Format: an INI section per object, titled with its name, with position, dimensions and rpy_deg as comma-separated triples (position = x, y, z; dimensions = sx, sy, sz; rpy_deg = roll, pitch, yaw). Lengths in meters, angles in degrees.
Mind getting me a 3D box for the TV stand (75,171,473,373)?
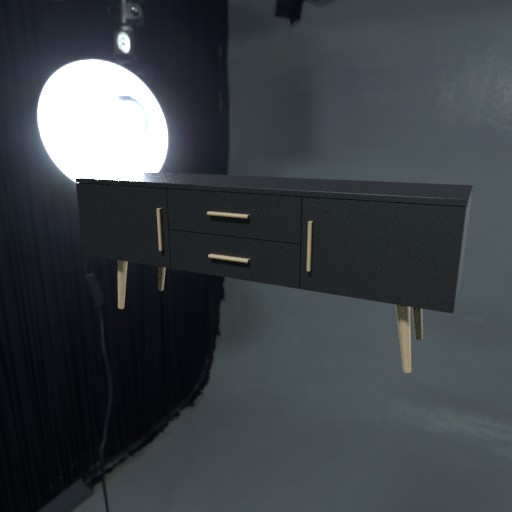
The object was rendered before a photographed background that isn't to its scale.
[TV stand]
position = 0.000, 0.000, 1.557
dimensions = 1.312, 0.518, 0.390
rpy_deg = 7, 17, 26
